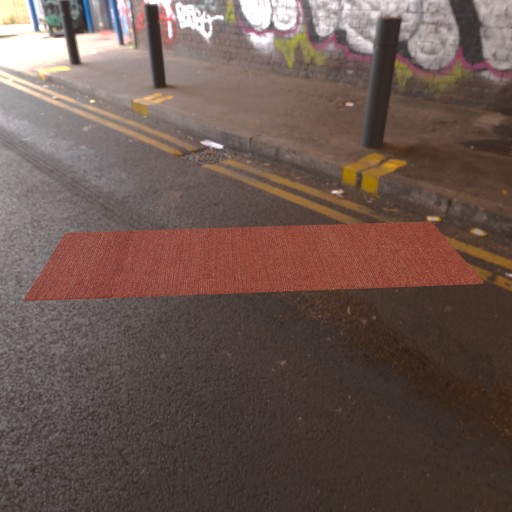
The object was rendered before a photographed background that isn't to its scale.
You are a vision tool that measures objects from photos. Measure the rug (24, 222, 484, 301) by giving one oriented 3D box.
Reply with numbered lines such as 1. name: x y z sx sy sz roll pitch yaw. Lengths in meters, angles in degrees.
1. rug: 0.000 0.000 2.500 2.307 0.012 0.687 -2 32 -3
